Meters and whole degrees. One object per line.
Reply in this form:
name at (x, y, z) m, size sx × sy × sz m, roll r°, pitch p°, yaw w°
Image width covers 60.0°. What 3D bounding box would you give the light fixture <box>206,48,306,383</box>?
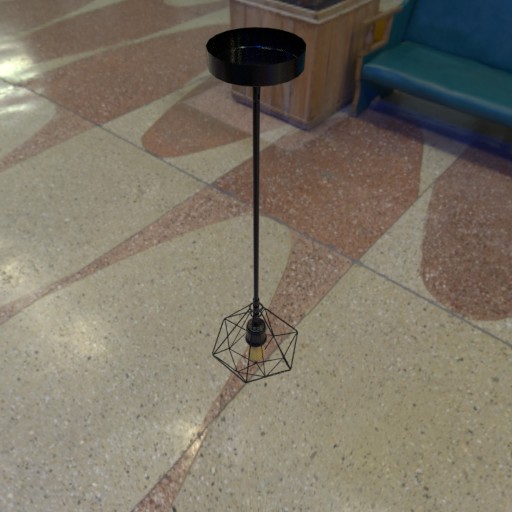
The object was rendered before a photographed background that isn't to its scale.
light fixture at (0.000, 0.000, 1.926) m, size 0.487 × 1.764 × 0.431 m, roll 33°, pitch 54°, yaw 28°
